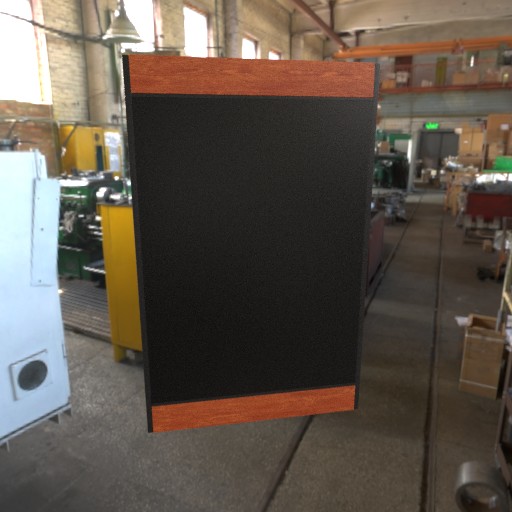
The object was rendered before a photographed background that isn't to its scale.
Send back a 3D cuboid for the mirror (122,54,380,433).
[{"bbox_3d":[0.000,0.000,1.007,0.525,0.823,0.047,-3,15,-10],"label":"mirror"}]
